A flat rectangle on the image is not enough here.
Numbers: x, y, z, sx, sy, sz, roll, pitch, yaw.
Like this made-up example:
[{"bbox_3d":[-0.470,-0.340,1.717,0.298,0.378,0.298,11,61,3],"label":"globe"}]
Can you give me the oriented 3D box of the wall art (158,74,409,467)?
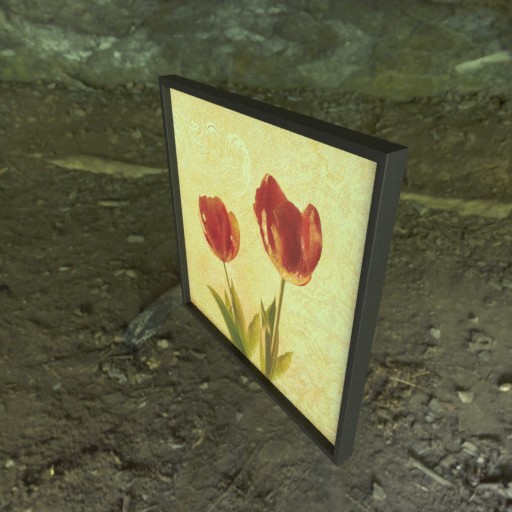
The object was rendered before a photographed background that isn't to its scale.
[{"bbox_3d":[0.000,0.000,0.516,0.038,0.349,0.349,-21,38,-30],"label":"wall art"}]
